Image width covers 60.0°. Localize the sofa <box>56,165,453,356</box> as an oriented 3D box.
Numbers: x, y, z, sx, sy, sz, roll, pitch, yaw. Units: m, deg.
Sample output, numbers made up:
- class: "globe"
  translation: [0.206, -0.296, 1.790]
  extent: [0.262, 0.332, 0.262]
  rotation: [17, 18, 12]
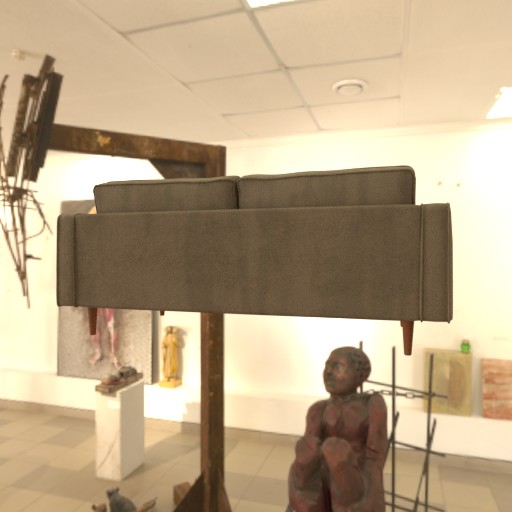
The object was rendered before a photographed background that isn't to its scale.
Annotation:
- class: "sofa"
  translation: [0.000, 0.000, 2.448]
  extent: [1.920, 0.825, 0.924]
  rotation: [0, 1, 17]
